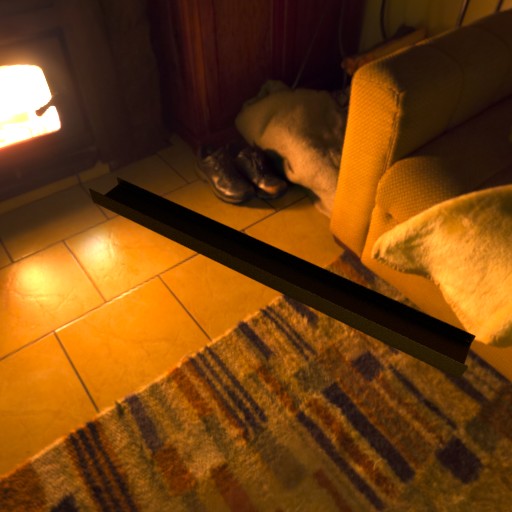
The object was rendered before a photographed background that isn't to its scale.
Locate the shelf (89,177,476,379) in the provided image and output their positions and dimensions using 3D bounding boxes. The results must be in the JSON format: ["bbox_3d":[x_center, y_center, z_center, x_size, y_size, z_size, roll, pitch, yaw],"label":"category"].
[{"bbox_3d":[0.000,0.000,0.978,0.924,0.049,0.092,25,52,21],"label":"shelf"}]
